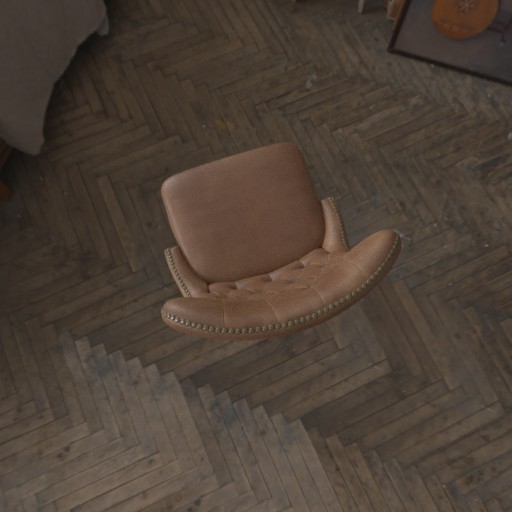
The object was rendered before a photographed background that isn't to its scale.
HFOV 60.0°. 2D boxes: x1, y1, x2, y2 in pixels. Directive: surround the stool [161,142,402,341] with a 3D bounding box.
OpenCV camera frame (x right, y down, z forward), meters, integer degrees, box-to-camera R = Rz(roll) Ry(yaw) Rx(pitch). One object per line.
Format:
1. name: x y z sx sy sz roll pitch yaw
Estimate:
1. stool: 0.000 0.000 1.421 0.528 1.050 0.601 -18 76 -5
